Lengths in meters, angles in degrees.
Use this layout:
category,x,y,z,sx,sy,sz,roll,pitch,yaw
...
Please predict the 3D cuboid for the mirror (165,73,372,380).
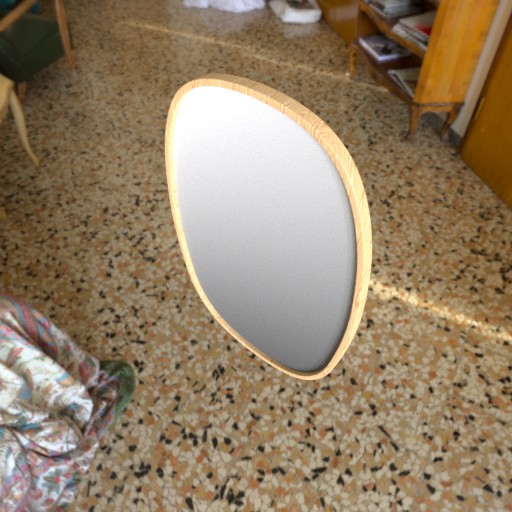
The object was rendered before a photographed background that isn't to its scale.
category,x,y,z,sx,sy,sz,roll,pitch,yaw
mirror,0.000,0.000,1.352,0.724,1.075,0.037,32,54,26
